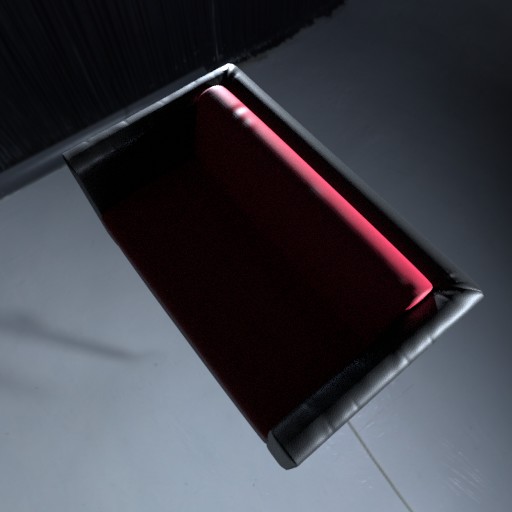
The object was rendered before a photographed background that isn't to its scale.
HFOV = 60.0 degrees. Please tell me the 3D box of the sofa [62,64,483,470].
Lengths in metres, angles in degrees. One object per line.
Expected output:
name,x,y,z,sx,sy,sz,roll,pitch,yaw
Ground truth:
sofa,0.000,0.000,1.858,0.845,0.735,1.410,-35,68,-16
